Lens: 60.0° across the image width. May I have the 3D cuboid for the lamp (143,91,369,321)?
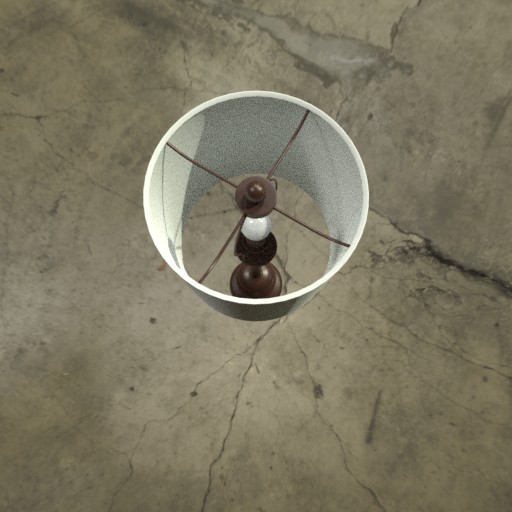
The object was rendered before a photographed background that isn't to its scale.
[{"bbox_3d":[0.000,0.000,0.821,0.254,0.690,0.254,30,79,6],"label":"lamp"}]
